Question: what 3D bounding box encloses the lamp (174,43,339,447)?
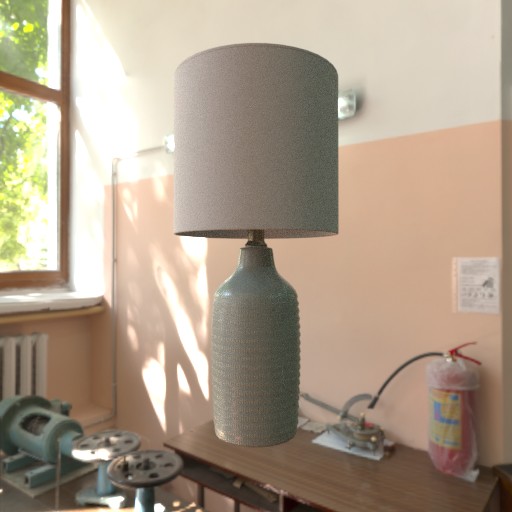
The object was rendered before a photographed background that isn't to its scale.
[{"bbox_3d":[0.000,0.000,0.603,0.220,0.475,0.220,0,-1,-19],"label":"lamp"}]
